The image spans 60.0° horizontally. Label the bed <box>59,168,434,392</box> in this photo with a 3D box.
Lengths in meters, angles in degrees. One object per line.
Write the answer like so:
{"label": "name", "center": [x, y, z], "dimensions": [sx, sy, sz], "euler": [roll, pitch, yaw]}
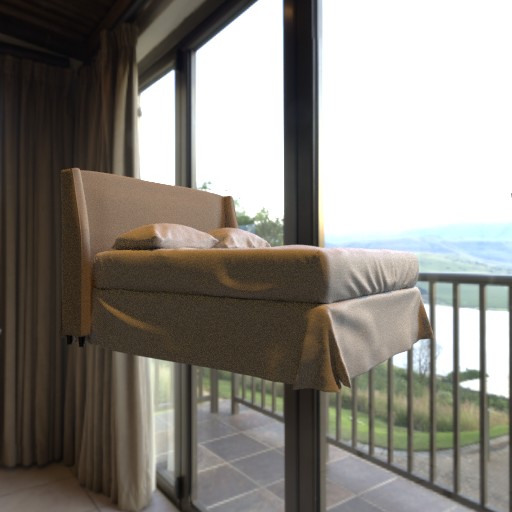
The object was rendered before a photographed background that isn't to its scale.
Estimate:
{"label": "bed", "center": [0.000, 0.000, 3.431], "dimensions": [2.276, 1.332, 1.925], "euler": [0, 0, 36]}
